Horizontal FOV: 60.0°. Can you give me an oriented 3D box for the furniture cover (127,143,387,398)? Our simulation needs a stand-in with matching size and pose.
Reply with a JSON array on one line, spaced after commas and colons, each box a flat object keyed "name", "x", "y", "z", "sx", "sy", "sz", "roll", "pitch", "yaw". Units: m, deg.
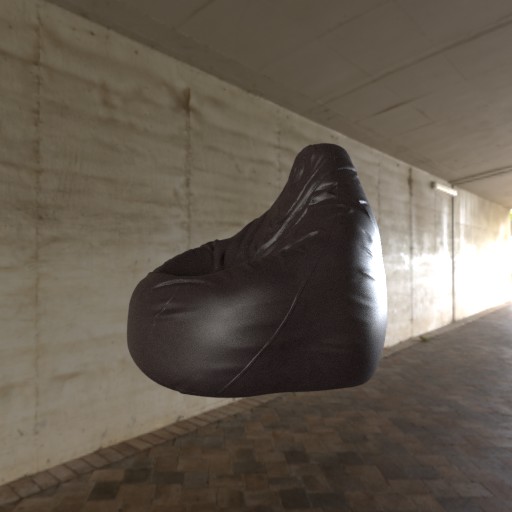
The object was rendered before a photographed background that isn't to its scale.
[{"name": "furniture cover", "x": 0.000, "y": 0.000, "z": 1.918, "sx": 1.070, "sy": 0.990, "sz": 1.070, "roll": 0, "pitch": 0, "yaw": -18}]
